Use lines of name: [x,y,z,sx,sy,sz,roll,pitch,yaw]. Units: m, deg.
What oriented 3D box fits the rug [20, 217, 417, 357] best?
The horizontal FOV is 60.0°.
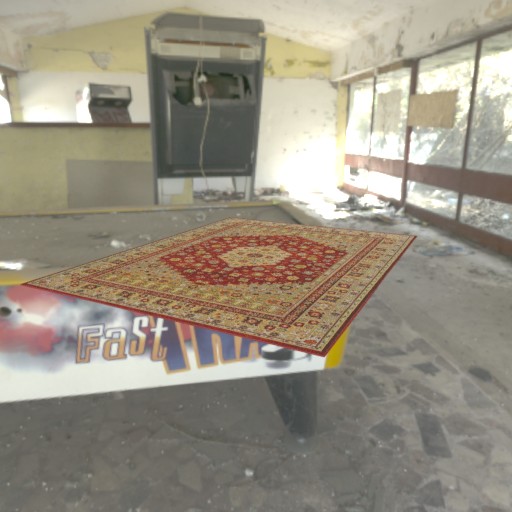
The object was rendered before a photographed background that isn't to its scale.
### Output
rug: [0.000,0.000,4.084,2.387,0.013,3.053,8,18,27]
